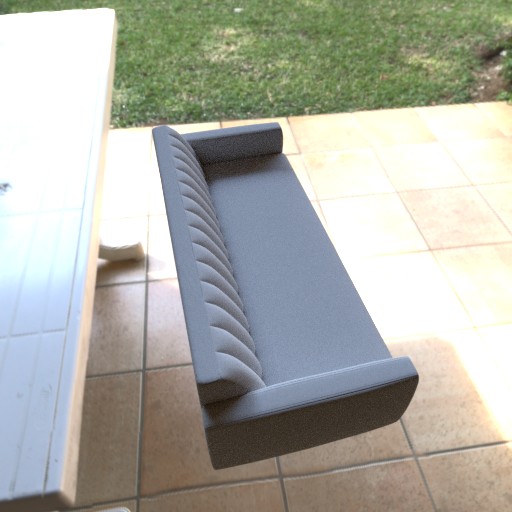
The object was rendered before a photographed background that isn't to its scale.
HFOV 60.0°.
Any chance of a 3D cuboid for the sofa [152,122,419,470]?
[{"bbox_3d":[0.000,0.000,2.761,0.990,0.821,2.291,-10,47,-10],"label":"sofa"}]
